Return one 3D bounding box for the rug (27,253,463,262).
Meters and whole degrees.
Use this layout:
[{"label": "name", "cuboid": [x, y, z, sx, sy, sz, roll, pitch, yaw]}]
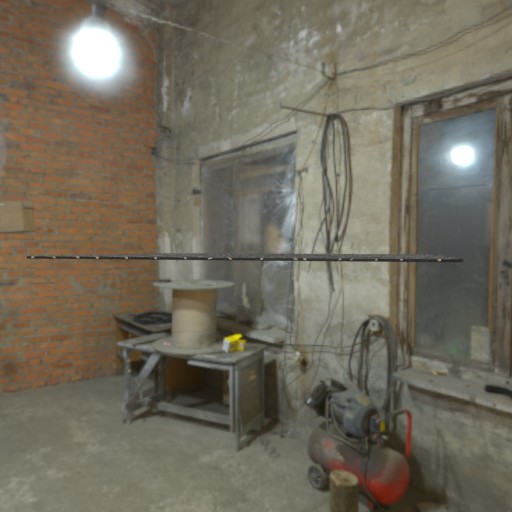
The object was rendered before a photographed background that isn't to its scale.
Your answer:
[{"label": "rug", "cuboid": [0.000, 0.000, 2.336, 1.830, 0.013, 1.223, 0, 1, 17]}]
